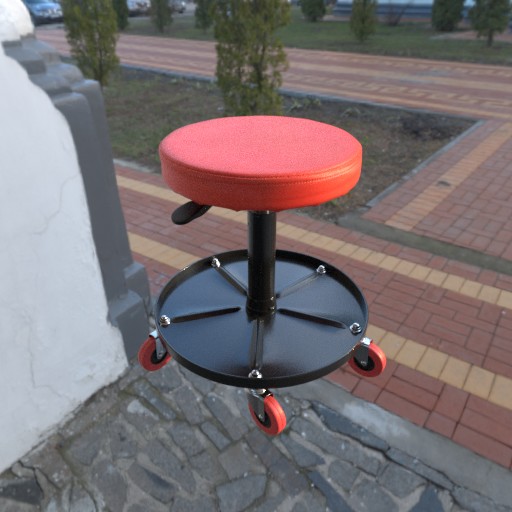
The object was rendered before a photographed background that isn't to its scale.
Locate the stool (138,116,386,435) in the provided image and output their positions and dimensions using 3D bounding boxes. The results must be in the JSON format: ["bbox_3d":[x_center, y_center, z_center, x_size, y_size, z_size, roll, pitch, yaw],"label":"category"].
[{"bbox_3d":[0.000,0.000,0.687,0.382,0.365,0.381,-21,37,-31],"label":"stool"}]
